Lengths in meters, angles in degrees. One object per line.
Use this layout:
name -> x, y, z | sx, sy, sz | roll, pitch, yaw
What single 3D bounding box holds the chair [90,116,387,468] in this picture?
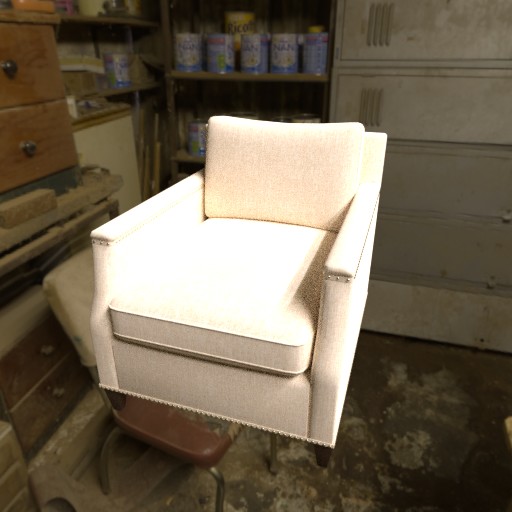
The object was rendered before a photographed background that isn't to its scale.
chair -> 0.000, 0.000, 1.730 | 0.838, 0.940, 1.041 | 8, 27, 17
